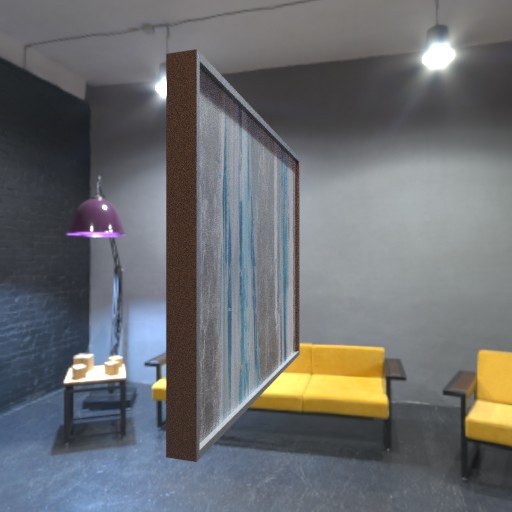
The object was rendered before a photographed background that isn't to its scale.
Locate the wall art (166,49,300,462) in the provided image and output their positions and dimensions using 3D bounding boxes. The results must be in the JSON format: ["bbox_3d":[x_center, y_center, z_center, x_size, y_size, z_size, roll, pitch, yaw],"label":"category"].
[{"bbox_3d":[0.000,0.000,0.755,0.037,0.450,0.557,0,0,17],"label":"wall art"}]
